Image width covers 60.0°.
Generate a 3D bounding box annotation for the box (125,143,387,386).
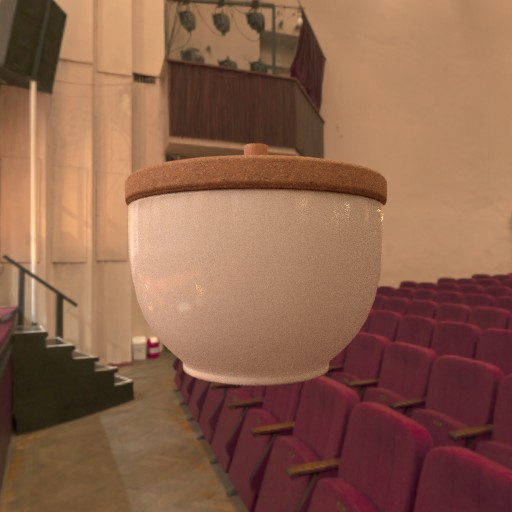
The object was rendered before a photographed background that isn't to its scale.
[{"bbox_3d":[0.000,0.000,0.189,0.107,0.094,0.107,0,-1,0],"label":"box"}]
